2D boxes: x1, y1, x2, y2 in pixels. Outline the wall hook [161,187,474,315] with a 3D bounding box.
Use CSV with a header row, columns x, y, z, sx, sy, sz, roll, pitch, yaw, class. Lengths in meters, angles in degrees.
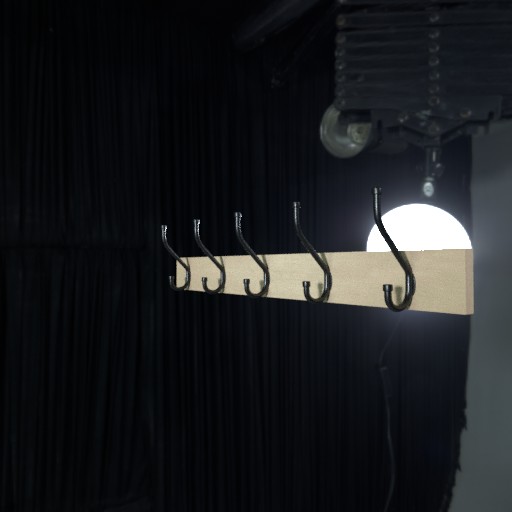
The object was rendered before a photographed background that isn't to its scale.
x,y,z,sx,sy,sz,roll,pitch,yaw,class
0.000,0.000,0.613,0.071,0.117,0.571,1,-2,-36,wall hook
